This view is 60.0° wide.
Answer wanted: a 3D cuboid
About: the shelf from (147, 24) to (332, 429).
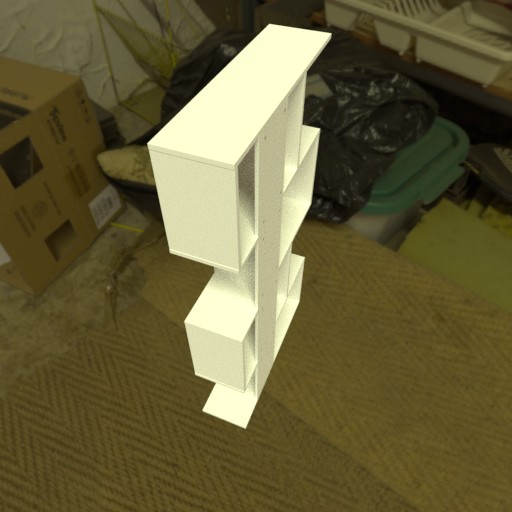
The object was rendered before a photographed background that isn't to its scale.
[{"bbox_3d":[0.000,0.000,2.008,0.250,1.650,0.890,17,49,15],"label":"shelf"}]
